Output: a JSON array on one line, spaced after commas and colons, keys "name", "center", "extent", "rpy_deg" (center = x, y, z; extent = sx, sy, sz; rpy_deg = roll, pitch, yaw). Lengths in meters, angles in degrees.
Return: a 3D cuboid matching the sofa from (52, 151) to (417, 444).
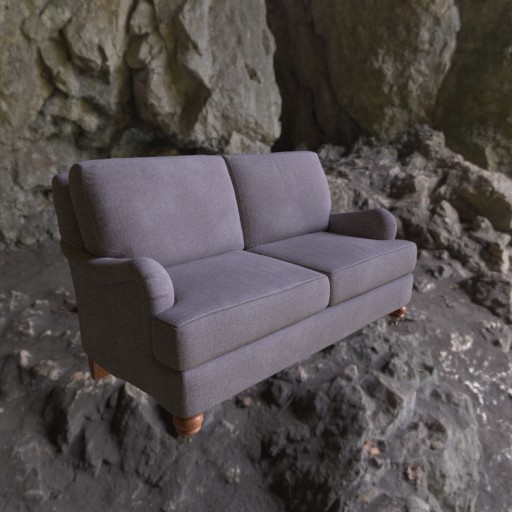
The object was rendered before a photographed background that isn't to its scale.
[{"name": "sofa", "center": [0.000, 0.000, 2.494], "extent": [1.853, 1.101, 1.084], "rpy_deg": [-14, 21, -42]}]
